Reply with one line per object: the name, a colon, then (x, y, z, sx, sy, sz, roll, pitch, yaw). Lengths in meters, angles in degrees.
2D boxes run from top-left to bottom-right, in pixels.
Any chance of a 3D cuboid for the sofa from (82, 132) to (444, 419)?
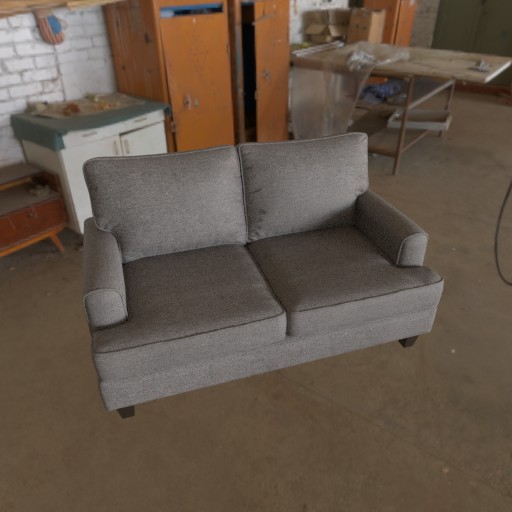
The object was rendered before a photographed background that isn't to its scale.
sofa: (0.000, 0.000, 2.254, 1.651, 0.965, 0.965, -10, 34, -15)
